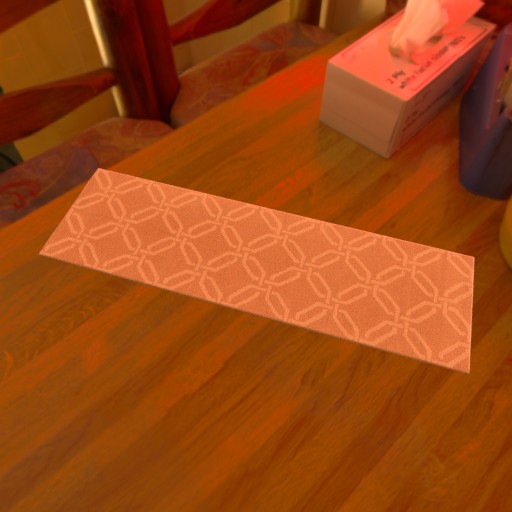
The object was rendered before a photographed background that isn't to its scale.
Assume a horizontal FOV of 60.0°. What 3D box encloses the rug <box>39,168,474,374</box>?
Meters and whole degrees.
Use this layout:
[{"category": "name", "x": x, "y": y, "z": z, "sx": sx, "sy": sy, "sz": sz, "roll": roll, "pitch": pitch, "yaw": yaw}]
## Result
[{"category": "rug", "x": 0.000, "y": 0.000, "z": 2.415, "sx": 2.276, "sy": 0.014, "sz": 0.678, "roll": 14, "pitch": 58, "yaw": 9}]
